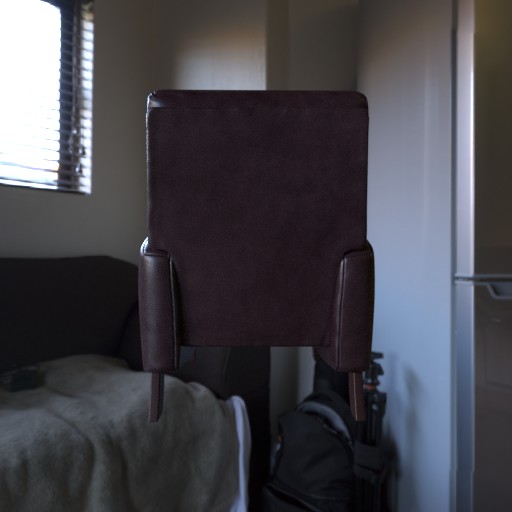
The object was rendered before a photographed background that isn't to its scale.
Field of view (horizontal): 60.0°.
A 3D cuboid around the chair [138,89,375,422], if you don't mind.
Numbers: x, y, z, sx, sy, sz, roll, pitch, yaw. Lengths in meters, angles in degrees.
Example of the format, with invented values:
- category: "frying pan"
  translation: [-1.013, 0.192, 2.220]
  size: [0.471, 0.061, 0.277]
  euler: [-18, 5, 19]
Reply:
- category: "chair"
  translation: [0.000, 0.000, 1.676]
  size: [0.762, 0.990, 0.990]
  euler: [0, 1, -1]
